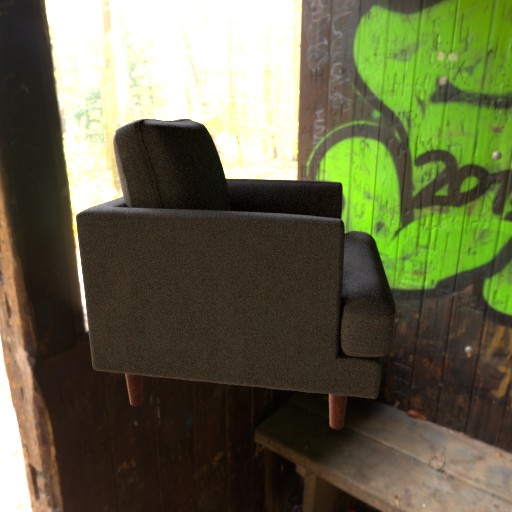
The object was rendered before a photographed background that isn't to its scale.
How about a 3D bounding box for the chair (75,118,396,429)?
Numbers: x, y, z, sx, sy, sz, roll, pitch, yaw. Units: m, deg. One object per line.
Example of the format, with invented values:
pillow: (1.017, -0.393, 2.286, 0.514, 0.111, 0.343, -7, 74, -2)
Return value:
chair: (0.000, 0.000, 1.611, 0.899, 0.957, 0.858, 3, 17, 10)
